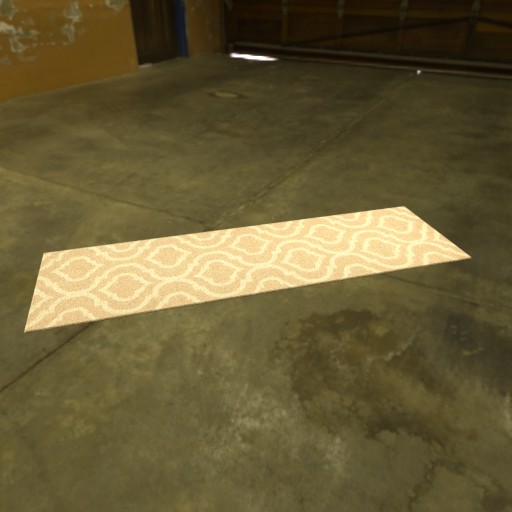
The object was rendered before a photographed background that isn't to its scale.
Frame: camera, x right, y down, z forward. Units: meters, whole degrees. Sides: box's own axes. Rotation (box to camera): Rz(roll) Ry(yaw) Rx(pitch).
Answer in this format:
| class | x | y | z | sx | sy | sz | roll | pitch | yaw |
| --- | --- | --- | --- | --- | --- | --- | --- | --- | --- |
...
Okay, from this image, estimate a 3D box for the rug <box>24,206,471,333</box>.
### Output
| class | x | y | z | sx | sy | sz | roll | pitch | yaw |
| --- | --- | --- | --- | --- | --- | --- | --- | --- | --- |
| rug | 0.000 | 0.000 | 2.476 | 2.289 | 0.013 | 0.691 | -8 | 33 | -13 |
